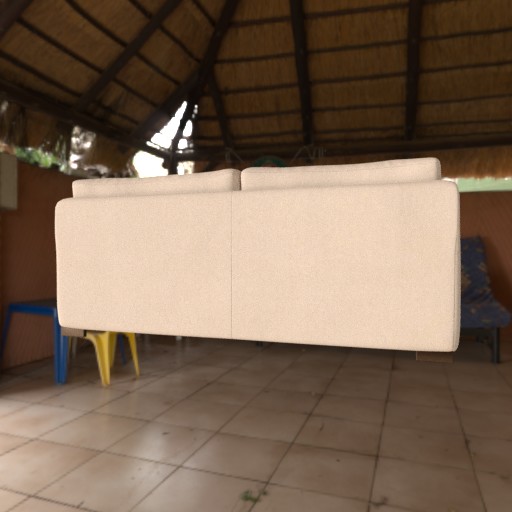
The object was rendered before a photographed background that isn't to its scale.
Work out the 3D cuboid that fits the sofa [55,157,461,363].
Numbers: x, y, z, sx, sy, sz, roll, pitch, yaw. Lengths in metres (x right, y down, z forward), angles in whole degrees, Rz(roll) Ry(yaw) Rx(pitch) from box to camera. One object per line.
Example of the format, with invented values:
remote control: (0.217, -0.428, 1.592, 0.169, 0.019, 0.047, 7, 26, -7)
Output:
sofa: (0.000, 0.000, 2.640, 2.147, 0.925, 0.929, 0, 0, 18)
